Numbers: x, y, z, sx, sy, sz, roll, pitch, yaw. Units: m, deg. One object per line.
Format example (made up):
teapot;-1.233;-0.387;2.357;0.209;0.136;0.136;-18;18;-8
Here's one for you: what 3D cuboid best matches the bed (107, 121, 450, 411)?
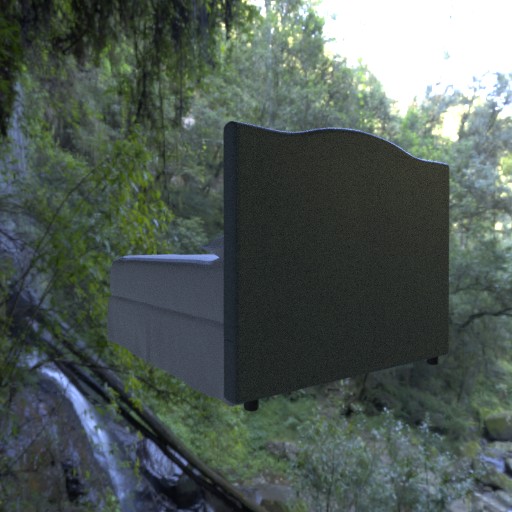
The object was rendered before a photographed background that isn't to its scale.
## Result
bed;0.000;0.000;3.386;1.753;1.460;2.143;0;1;-35
